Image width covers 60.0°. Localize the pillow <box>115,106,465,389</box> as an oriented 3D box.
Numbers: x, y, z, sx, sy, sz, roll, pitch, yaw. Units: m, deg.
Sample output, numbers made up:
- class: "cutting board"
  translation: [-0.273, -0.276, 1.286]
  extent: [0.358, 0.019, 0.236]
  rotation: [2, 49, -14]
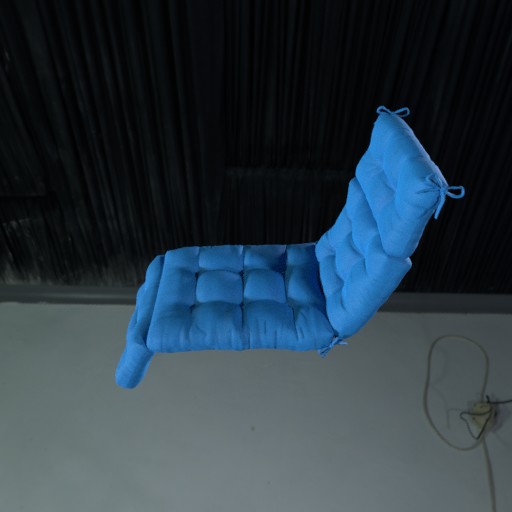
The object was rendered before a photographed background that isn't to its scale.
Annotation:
- class: "pillow"
  translation: [0.000, 0.000, 1.512]
  extent: [1.016, 0.863, 0.526]
  rotation: [-1, 39, -1]
